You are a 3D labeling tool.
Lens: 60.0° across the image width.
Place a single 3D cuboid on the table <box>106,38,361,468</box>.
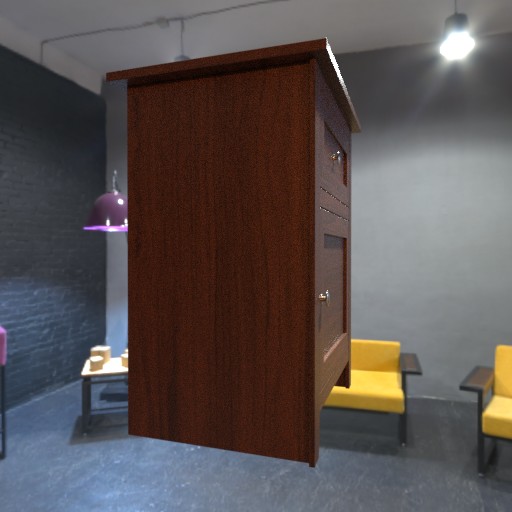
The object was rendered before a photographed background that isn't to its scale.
[{"bbox_3d":[0.000,0.000,0.931,0.381,0.636,0.480,0,1,19],"label":"table"}]
